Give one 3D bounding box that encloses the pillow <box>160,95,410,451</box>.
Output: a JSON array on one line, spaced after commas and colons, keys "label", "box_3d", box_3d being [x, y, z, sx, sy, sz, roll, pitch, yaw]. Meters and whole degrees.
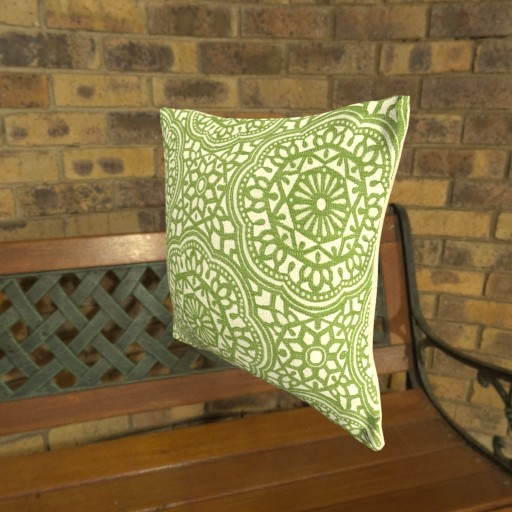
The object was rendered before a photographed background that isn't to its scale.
[{"label": "pillow", "box_3d": [0.000, 0.000, 0.640, 0.440, 0.419, 0.162, 16, 23, 42]}]
